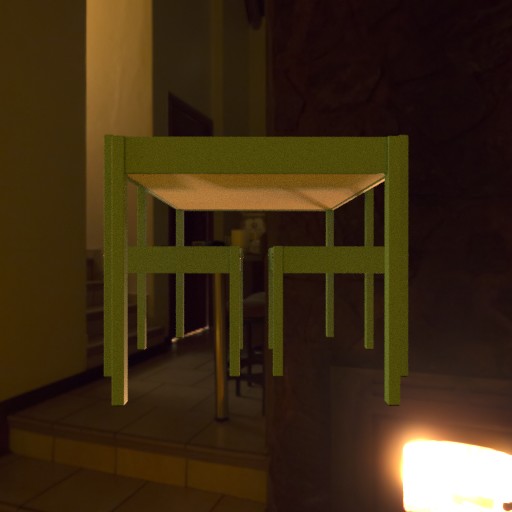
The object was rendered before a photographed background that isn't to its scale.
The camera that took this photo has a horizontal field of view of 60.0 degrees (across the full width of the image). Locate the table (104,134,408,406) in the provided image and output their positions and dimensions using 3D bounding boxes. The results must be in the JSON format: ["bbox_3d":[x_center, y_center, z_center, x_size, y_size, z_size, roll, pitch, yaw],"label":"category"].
[{"bbox_3d":[0.000,0.000,1.059,0.633,0.503,0.639,0,0,0],"label":"table"}]
